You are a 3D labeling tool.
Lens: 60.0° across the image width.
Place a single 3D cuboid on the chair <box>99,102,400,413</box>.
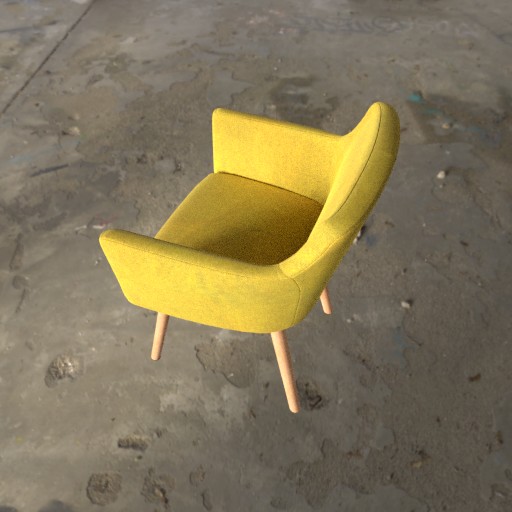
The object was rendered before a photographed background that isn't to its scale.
[{"bbox_3d":[0.000,0.000,1.184,0.570,0.780,0.570,16,49,15],"label":"chair"}]
